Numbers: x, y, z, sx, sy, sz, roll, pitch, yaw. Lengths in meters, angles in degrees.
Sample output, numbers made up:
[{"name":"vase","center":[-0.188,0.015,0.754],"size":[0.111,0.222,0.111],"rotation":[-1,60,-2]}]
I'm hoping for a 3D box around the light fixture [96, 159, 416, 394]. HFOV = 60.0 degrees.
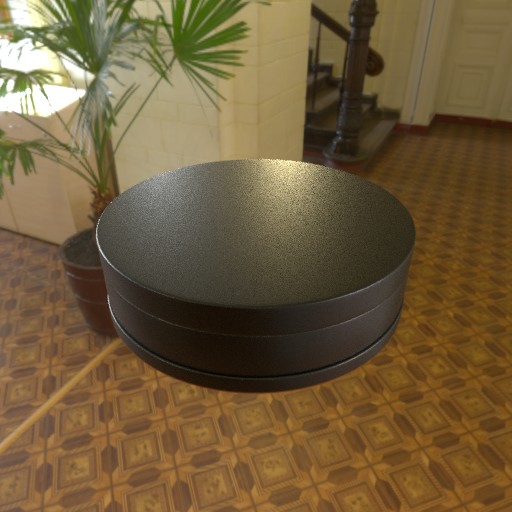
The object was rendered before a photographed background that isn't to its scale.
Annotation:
[{"name":"light fixture","center":[0.000,0.000,0.430],"size":[0.283,0.097,0.283],"rotation":[0,32,0]}]
